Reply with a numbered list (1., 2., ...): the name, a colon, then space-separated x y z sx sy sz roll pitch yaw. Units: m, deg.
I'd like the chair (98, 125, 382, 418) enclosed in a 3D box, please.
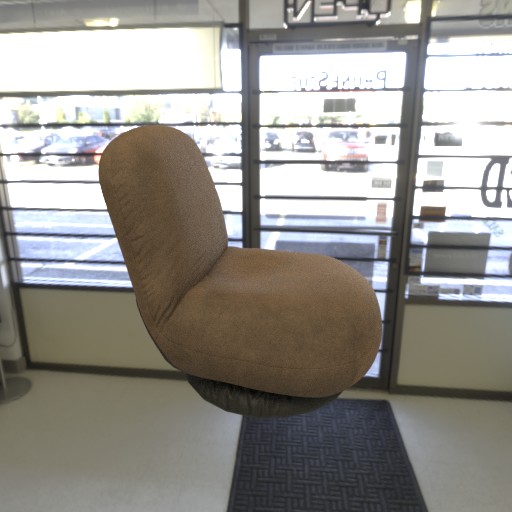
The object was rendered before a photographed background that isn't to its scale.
1. chair: 0.000 0.000 1.048 0.597 0.594 0.521 3 17 10
